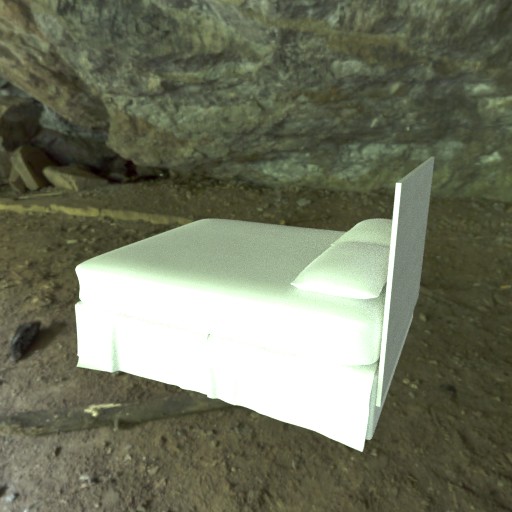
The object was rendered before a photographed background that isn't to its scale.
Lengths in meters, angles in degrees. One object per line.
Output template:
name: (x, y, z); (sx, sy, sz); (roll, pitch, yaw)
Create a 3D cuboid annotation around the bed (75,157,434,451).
bed: (0.000, 0.000, 3.153); (2.094, 1.335, 1.745); (8, 19, 25)
